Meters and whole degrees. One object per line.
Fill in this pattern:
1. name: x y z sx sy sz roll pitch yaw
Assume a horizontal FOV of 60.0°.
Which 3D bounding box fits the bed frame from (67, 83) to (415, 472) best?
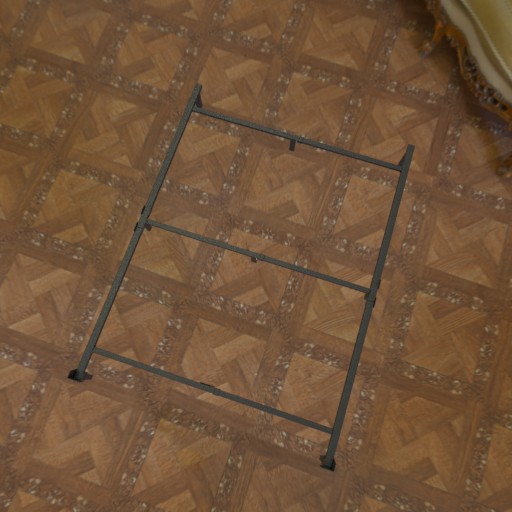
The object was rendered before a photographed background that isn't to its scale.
1. bed frame: 0.000 0.000 2.691 1.498 0.248 1.990 18 76 5
